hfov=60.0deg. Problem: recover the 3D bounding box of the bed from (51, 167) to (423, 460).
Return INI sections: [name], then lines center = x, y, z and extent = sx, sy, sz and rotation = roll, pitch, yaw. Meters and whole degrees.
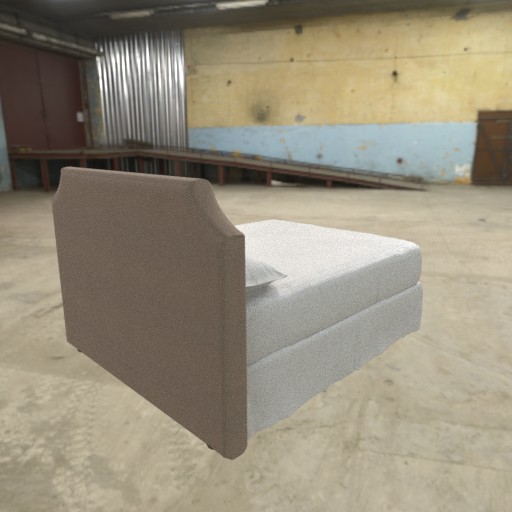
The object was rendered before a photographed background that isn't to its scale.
[bed]
center = 0.000, 0.000, 3.229
extent = 1.828, 1.303, 2.164
rotation = 14, 20, 43
